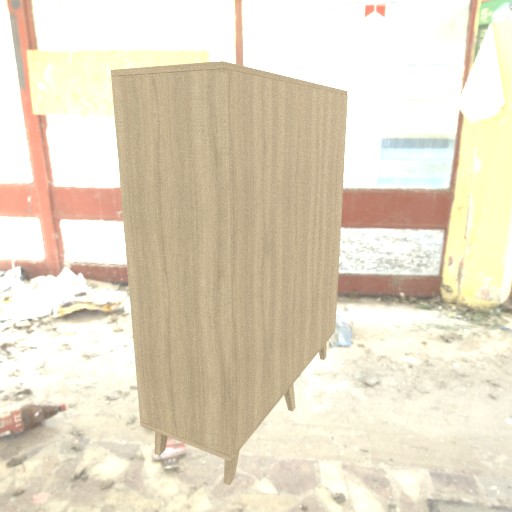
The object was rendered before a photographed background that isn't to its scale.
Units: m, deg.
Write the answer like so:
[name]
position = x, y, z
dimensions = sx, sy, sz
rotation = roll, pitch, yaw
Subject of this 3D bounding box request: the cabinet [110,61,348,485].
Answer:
[cabinet]
position = 0.000, 0.000, 1.897
dimensions = 0.398, 1.388, 1.111
rotation = 8, 18, 27
